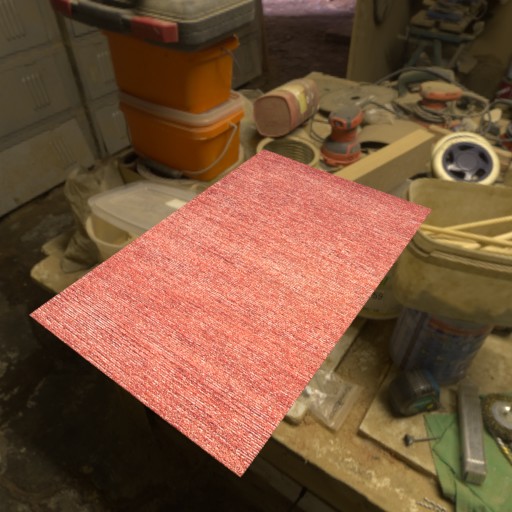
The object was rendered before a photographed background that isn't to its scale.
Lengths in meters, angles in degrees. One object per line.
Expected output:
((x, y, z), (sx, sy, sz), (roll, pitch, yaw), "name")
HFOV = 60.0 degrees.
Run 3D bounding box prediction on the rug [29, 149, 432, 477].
((0.000, 0.000, 2.173), (1.139, 0.011, 1.747), (26, 49, 25), "rug")
